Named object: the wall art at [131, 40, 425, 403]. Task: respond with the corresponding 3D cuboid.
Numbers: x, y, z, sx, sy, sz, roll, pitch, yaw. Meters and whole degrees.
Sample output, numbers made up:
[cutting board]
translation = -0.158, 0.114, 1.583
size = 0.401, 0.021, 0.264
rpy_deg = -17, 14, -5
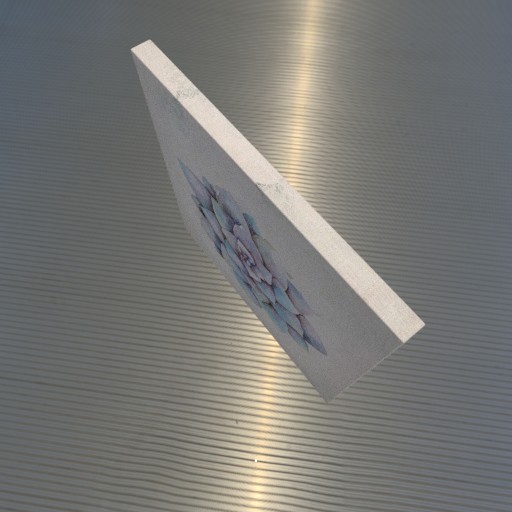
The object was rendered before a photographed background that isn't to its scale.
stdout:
[wall art]
translation = 0.000, 0.000, 0.900
size = 0.040, 0.612, 0.612
rpy_deg = -35, 70, -15
